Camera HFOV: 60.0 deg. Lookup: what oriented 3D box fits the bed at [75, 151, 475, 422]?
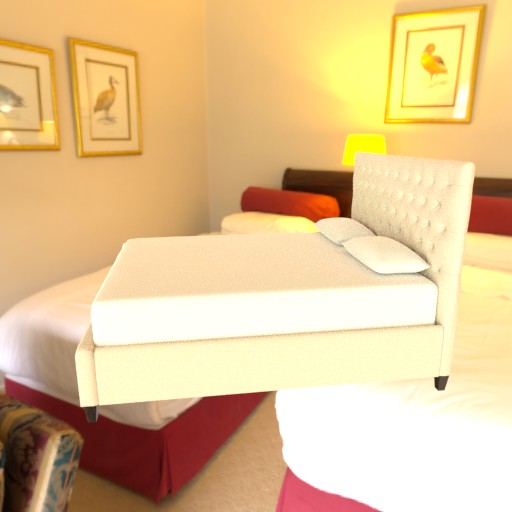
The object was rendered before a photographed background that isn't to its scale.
[{"bbox_3d":[0.000,0.000,3.252,2.233,1.426,1.696,-2,15,-8],"label":"bed"}]
